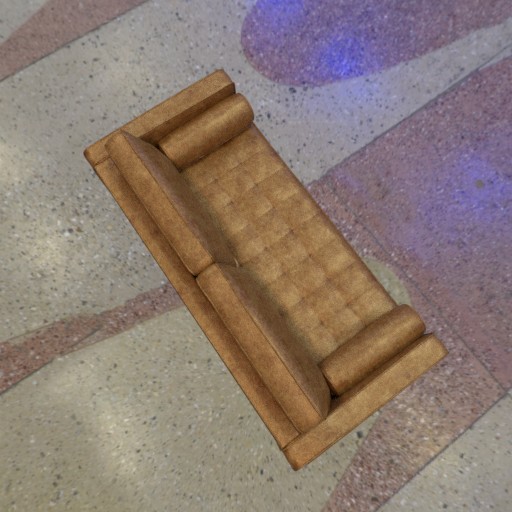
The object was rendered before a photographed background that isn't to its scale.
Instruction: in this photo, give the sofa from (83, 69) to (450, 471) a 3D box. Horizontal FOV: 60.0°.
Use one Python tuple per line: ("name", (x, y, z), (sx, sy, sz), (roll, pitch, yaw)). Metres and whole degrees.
("sofa", (0.000, 0.000, 2.385), (0.924, 0.825, 1.920), (-34, 78, -9))
